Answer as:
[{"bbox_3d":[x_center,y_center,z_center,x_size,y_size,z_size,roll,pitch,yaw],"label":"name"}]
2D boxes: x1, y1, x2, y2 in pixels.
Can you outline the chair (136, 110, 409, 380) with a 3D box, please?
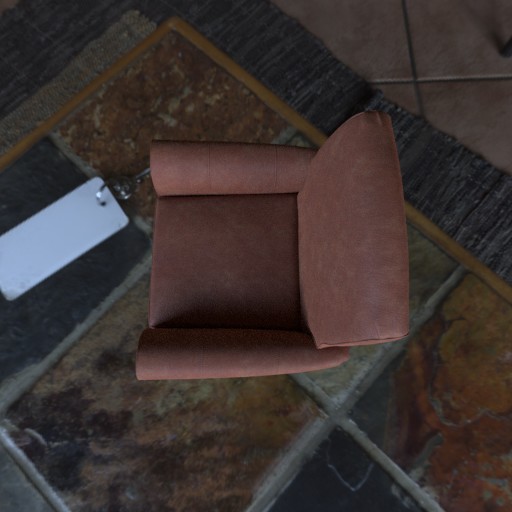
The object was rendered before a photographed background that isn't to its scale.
[{"bbox_3d":[0.000,0.000,1.816,0.902,1.061,0.978,0,75,0],"label":"chair"}]
